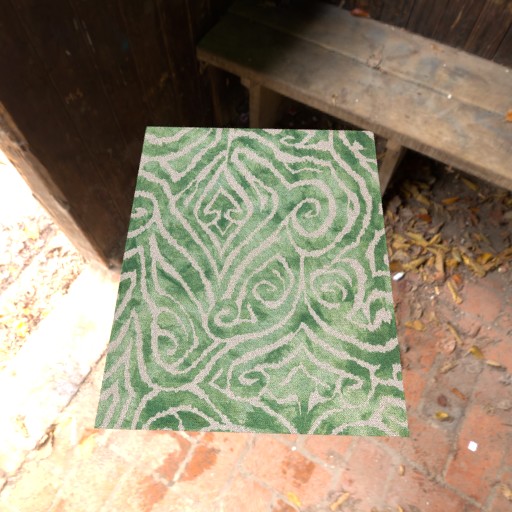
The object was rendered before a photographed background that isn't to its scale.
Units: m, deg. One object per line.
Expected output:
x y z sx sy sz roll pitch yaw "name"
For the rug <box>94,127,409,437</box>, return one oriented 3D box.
0.000 0.000 4.095 2.436 0.007 3.045 1 64 1 "rug"
